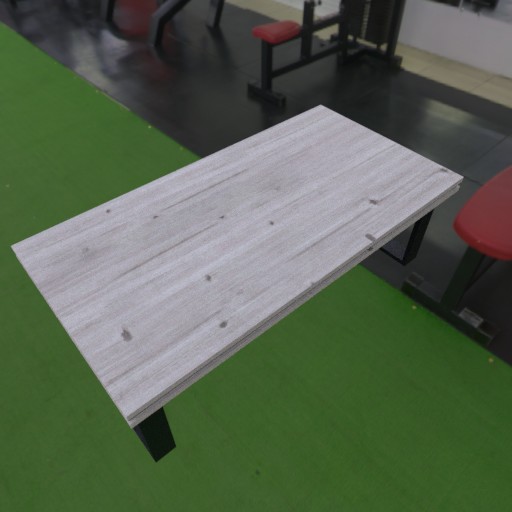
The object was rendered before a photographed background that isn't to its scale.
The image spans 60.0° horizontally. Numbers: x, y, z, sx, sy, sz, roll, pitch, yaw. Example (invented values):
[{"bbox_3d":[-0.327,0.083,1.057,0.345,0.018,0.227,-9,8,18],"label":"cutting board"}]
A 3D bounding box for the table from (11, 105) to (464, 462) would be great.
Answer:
[{"bbox_3d":[0.000,0.000,1.620,1.350,0.450,0.700,-32,54,-27],"label":"table"}]
